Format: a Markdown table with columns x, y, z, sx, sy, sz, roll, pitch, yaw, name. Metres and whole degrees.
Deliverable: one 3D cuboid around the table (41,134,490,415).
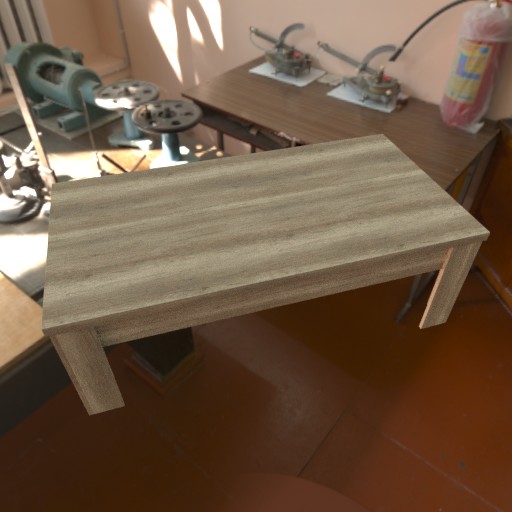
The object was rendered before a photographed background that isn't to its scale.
| x | y | z | sx | sy | sz | roll | pitch | yaw | name |
| --- | --- | --- | --- | --- | --- | --- | --- | --- | --- |
| 0.000 | 0.000 | 1.672 | 1.350 | 0.460 | 0.700 | -11 | 44 | -12 | table |
